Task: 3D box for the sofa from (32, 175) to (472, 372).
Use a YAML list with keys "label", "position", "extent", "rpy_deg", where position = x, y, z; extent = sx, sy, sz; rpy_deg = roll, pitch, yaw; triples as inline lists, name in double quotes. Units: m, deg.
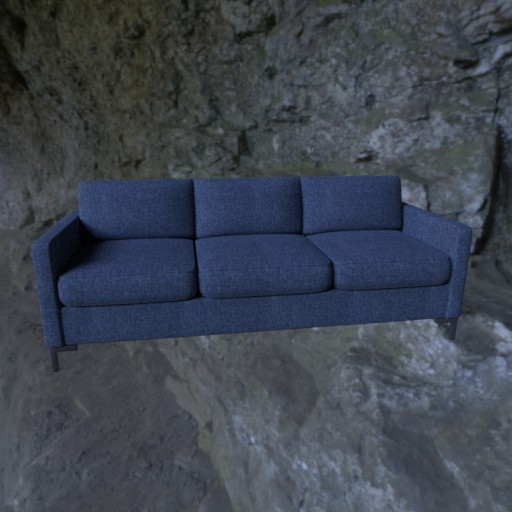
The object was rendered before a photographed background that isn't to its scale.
- label: "sofa"
  position: [0.000, 0.000, 2.625]
  extent: [2.218, 0.874, 0.859]
  rpy_deg: [-3, 17, -9]
